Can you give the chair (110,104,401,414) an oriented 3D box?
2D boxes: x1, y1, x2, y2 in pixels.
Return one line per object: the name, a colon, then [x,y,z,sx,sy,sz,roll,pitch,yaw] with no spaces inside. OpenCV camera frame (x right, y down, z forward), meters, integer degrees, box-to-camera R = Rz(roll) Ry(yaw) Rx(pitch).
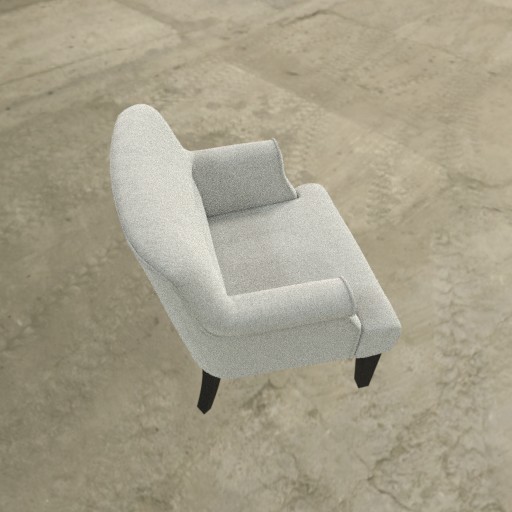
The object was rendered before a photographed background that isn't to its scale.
chair: [0.000,0.000,1.470,0.750,0.875,0.781,-11,48,-10]
